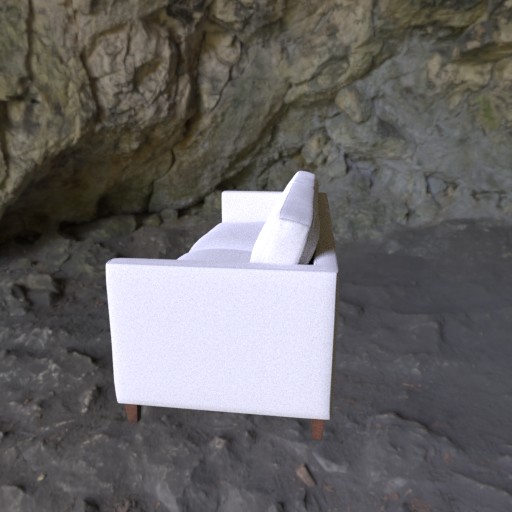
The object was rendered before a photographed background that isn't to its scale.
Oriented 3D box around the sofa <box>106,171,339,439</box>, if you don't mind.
[{"bbox_3d":[0.000,0.000,2.870,0.951,0.962,2.361,2,15,7],"label":"sofa"}]
